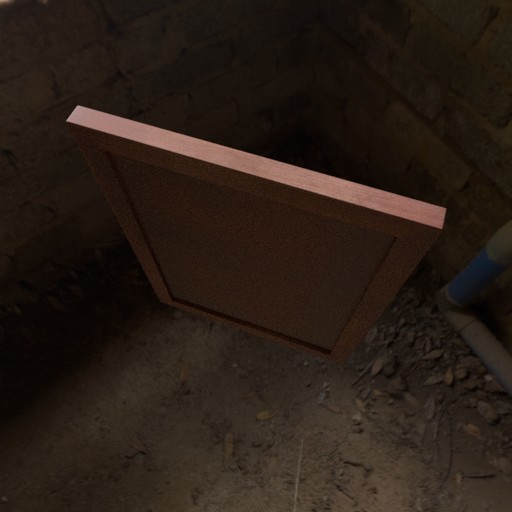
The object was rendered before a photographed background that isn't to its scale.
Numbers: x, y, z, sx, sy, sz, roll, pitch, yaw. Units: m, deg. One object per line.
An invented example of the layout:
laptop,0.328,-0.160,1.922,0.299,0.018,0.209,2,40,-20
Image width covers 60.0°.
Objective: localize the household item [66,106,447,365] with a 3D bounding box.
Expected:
household item,0.000,0.000,0.537,0.310,0.407,0.067,18,64,9
